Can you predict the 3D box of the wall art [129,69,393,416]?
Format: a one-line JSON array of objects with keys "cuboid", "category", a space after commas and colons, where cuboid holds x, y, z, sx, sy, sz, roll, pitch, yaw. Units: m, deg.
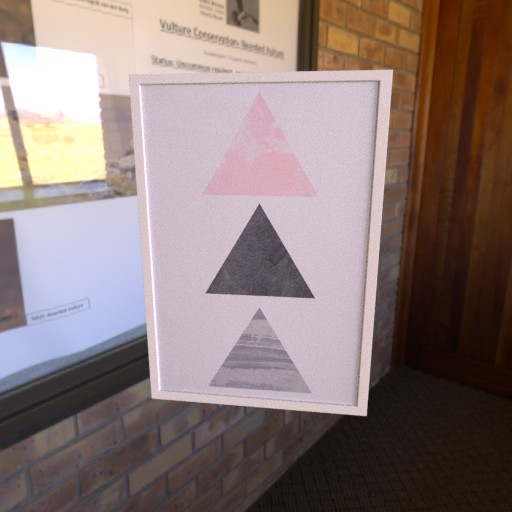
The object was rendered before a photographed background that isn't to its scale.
[{"cuboid": [0.000, 0.000, 0.852, 0.456, 0.656, 0.013, 2, 16, 8], "category": "wall art"}]
